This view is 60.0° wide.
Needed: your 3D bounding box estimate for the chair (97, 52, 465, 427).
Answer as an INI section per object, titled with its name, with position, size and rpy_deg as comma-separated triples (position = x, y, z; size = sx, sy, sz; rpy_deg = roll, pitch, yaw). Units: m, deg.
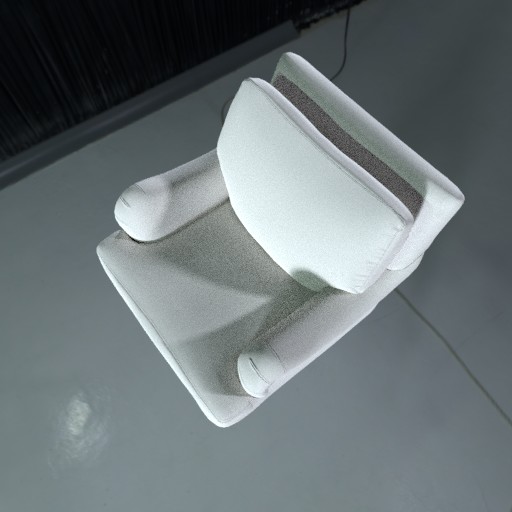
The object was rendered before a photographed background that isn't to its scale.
[chair]
position = 0.000, 0.000, 1.848
size = 1.070, 1.038, 0.955
rpy_deg = -35, 69, -16
